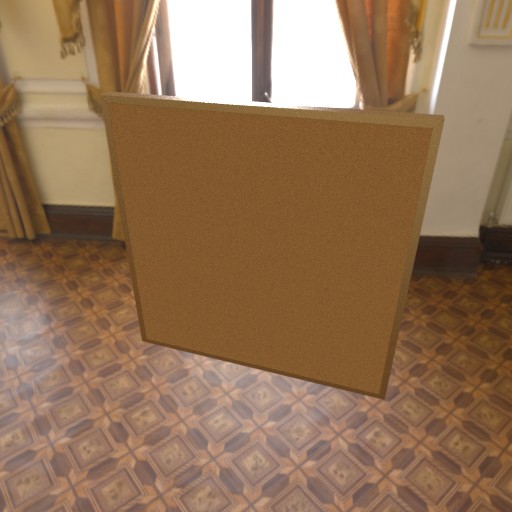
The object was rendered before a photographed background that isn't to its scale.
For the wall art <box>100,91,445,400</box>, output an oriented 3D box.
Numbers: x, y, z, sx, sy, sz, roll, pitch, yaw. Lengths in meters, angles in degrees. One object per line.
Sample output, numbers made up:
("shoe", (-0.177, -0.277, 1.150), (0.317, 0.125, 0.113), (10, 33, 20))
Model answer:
("wall art", (0.000, 0.000, 1.149), (0.762, 0.762, 0.038), (10, 32, 16))
